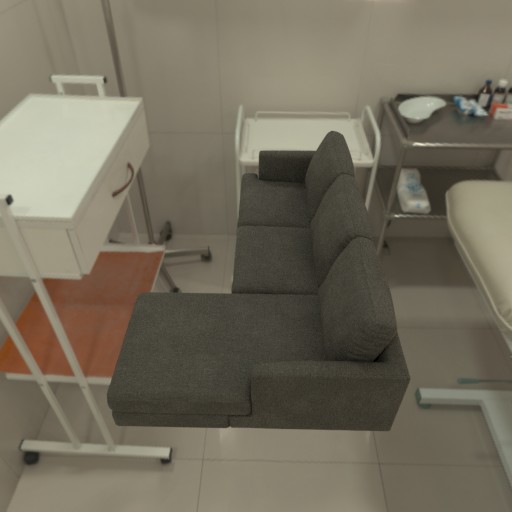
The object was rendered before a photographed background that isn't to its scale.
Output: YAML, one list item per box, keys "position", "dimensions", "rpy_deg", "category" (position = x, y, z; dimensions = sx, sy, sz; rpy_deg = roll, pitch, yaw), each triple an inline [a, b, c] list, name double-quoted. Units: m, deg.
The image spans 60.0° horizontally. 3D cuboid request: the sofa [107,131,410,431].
- position: [0.000, 0.000, 3.058]
  dimensions: [1.504, 0.956, 2.233]
  rpy_deg: [1, 41, 1]
  category: "sofa"
